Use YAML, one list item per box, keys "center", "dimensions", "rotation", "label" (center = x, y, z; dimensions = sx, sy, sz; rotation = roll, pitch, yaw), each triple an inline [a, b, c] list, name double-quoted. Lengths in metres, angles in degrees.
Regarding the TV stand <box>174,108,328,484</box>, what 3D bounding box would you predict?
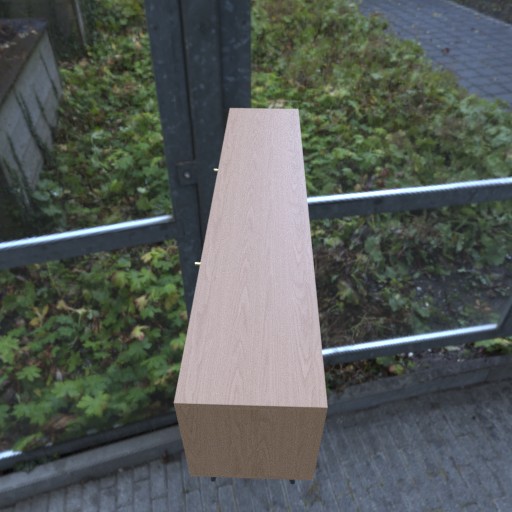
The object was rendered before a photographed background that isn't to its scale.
- center: [0.000, 0.000, 1.919]
  dimensions: [0.400, 0.580, 1.760]
  rotation: [1, 41, 1]
  label: "TV stand"
